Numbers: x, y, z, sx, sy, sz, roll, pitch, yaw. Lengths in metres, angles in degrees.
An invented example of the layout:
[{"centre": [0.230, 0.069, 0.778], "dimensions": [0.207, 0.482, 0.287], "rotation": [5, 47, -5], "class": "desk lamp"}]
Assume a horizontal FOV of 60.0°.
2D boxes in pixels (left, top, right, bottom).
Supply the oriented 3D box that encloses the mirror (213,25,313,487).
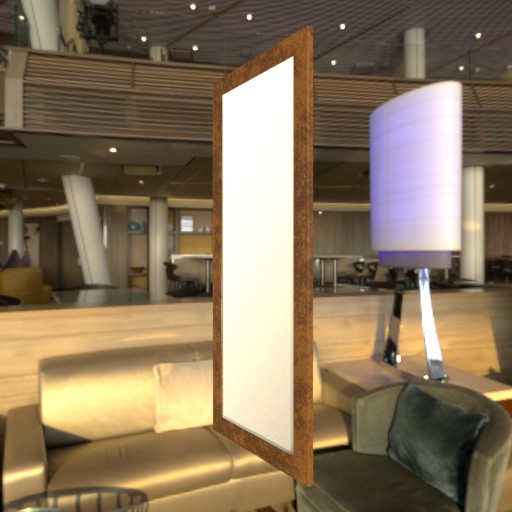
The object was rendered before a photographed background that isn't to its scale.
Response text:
[{"centre": [0.000, 0.000, 2.286], "dimensions": [0.032, 2.031, 0.812], "rotation": [0, 0, -36], "class": "mirror"}]
